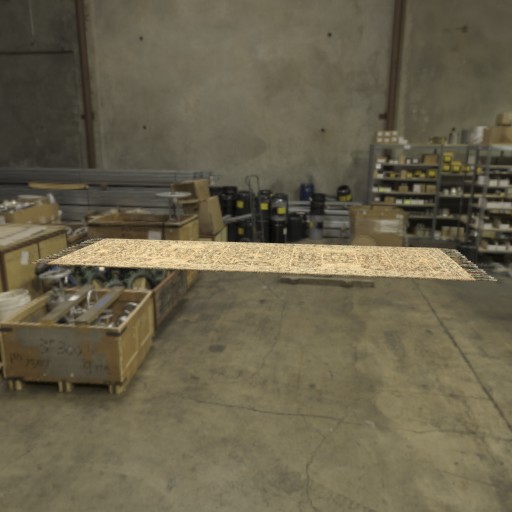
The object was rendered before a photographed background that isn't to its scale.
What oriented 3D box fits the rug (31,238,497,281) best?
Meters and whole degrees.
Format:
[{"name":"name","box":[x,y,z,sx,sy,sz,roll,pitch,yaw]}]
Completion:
[{"name":"rug","box":[0.000,0.000,2.859,2.664,0.011,0.762,2,14,8]}]
